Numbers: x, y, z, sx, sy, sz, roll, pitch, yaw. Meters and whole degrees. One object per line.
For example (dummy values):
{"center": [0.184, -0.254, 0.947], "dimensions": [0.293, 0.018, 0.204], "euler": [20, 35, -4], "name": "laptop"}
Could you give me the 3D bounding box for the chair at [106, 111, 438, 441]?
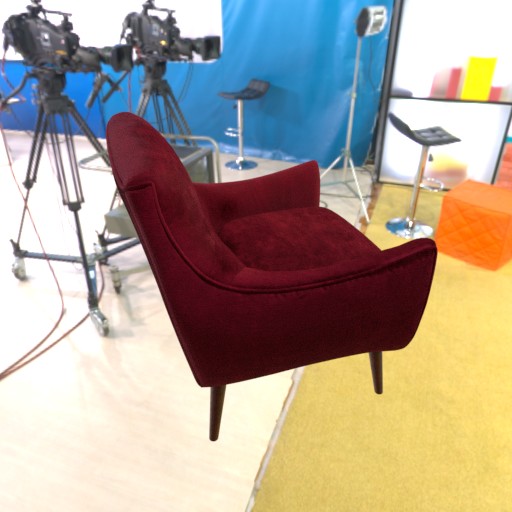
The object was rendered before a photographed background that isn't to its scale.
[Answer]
{"center": [0.000, 0.000, 1.410], "dimensions": [0.787, 0.838, 0.762], "euler": [-10, 31, -16], "name": "chair"}
